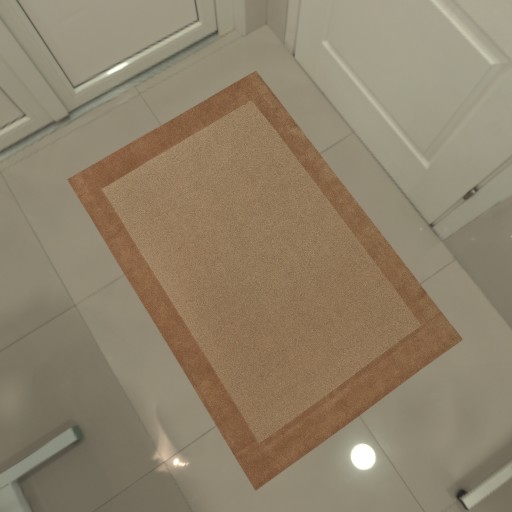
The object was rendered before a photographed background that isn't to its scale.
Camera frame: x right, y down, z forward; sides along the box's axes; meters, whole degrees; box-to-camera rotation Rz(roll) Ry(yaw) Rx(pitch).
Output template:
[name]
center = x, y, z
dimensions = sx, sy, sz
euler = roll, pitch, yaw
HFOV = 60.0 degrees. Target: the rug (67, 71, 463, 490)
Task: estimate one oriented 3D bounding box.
[rug]
center = 0.000, 0.000, 2.276
dimensions = 1.219, 0.014, 1.829
euler = -33, 78, -8
